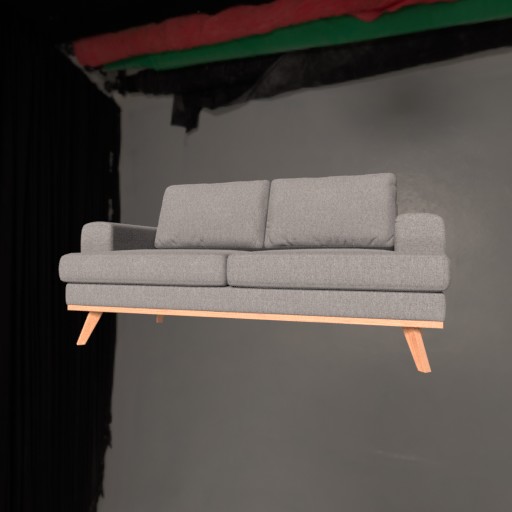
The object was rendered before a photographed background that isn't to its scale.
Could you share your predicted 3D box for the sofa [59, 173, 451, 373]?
[{"bbox_3d":[0.000,0.000,2.113,1.650,0.810,0.785,0,0,19],"label":"sofa"}]
